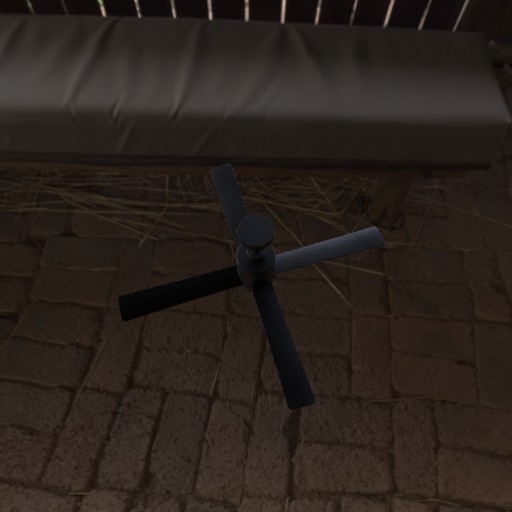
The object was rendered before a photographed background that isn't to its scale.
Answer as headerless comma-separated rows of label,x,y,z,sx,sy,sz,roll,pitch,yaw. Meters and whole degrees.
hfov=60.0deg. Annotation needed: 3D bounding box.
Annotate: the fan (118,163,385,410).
fan,0.000,0.000,2.311,1.525,0.534,1.525,-15,64,-8
